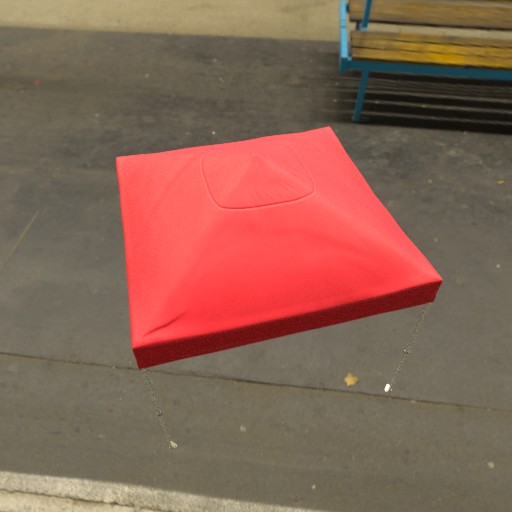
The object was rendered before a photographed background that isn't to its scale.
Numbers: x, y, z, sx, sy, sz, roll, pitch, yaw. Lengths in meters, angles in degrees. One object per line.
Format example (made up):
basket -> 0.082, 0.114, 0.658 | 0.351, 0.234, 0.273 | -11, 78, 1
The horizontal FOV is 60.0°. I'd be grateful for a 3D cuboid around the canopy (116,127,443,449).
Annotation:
canopy -> 0.000, 0.000, 5.560 | 2.998, 2.997, 2.996 | -11, 47, -10
